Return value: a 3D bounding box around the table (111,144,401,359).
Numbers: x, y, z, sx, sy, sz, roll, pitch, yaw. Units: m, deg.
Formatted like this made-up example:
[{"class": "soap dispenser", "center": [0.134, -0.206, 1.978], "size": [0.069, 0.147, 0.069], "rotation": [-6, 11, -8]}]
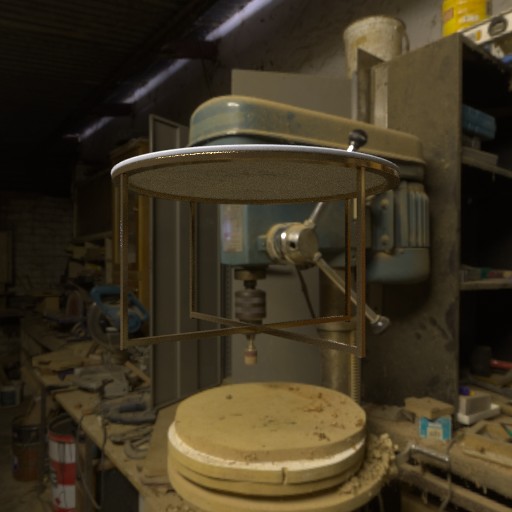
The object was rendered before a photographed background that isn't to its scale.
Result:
[{"class": "table", "center": [0.000, 0.000, 1.288], "size": [0.800, 0.450, 0.800], "rotation": [0, 0, 0]}]
